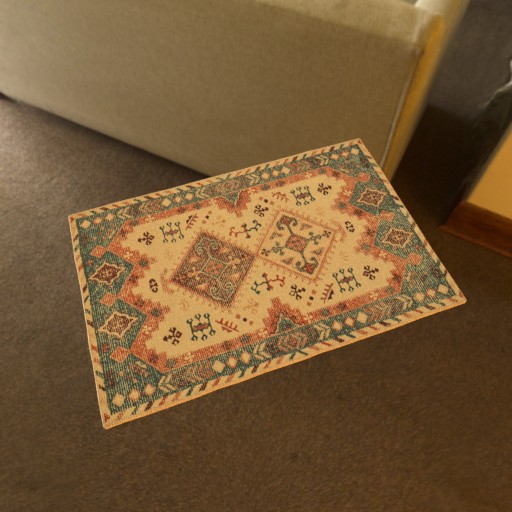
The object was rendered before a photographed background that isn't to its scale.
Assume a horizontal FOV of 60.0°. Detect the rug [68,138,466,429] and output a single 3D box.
[{"bbox_3d":[0.000,0.000,2.378,1.840,0.015,1.225,-17,60,-10],"label":"rug"}]
